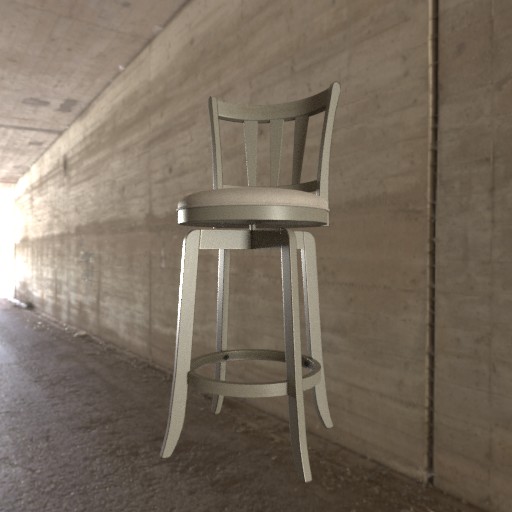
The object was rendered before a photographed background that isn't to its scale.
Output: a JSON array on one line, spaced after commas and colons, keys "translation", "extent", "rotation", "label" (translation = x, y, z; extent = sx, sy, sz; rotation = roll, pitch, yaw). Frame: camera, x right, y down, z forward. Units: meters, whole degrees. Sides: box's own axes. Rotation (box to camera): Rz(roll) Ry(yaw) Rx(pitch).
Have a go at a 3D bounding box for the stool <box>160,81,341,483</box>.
[{"translation": [0.000, 0.000, 1.266], "extent": [0.436, 1.042, 0.475], "rotation": [0, 1, 19], "label": "stool"}]
